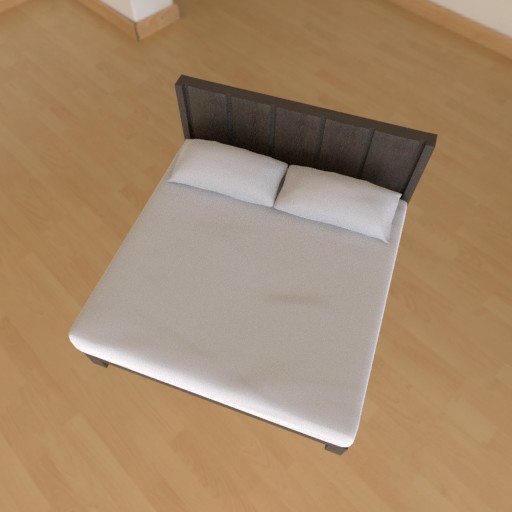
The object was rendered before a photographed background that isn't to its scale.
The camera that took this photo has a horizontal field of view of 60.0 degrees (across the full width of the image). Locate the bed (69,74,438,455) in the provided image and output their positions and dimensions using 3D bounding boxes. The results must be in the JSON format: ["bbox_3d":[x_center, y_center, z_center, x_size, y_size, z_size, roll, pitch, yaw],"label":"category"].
[{"bbox_3d":[0.000,0.000,3.541,2.143,1.261,2.238,17,60,10],"label":"bed"}]
